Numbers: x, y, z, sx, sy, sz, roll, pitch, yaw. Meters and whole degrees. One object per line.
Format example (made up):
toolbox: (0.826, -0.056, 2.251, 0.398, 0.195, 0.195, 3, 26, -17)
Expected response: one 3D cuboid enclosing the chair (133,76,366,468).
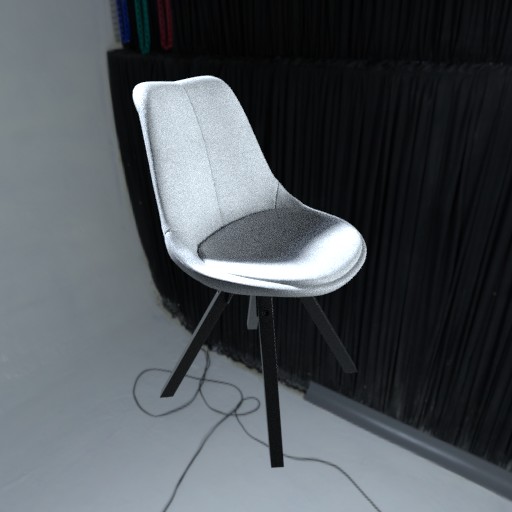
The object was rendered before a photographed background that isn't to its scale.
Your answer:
chair: (0.000, 0.000, 1.173, 0.550, 0.850, 0.485, 18, 32, 31)
